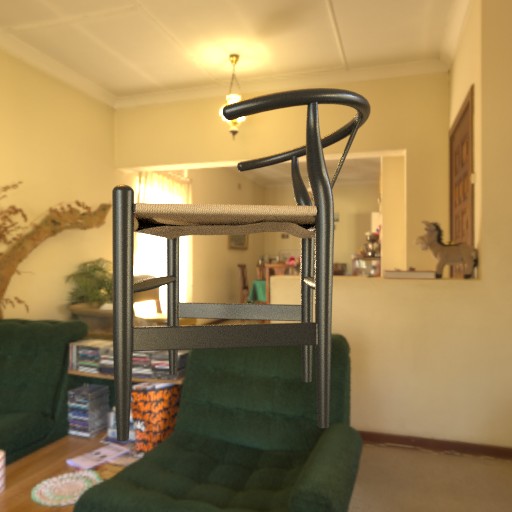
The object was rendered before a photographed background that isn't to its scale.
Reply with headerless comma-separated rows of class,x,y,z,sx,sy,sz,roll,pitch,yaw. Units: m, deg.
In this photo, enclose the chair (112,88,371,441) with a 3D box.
chair,0.000,0.000,1.140,0.570,0.739,0.570,0,0,1
